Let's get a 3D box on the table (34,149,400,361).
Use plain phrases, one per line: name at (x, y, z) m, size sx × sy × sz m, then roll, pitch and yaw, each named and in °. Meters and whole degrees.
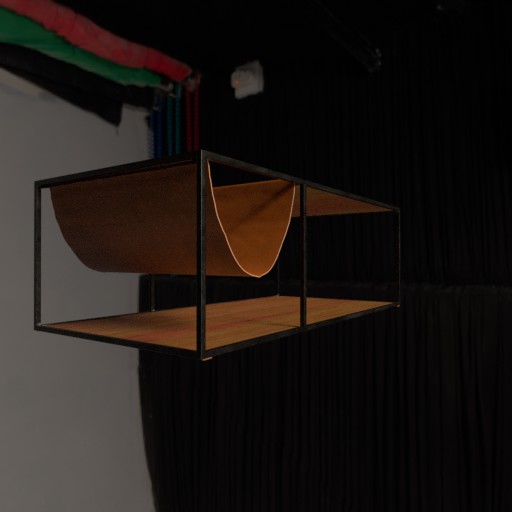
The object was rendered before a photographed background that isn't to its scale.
table at (0.000, 0.000, 1.495) m, size 0.597 × 0.403 × 1.199 m, roll 0°, pitch 0°, yaw 35°
